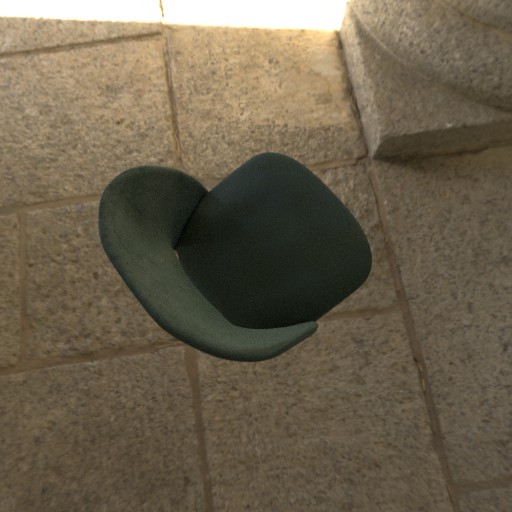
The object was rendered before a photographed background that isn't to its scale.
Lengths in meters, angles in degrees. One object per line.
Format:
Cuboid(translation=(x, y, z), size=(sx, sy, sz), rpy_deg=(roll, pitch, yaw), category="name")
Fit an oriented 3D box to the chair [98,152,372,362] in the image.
Cuboid(translation=(0.000, 0.000, 1.233), size=(0.577, 0.860, 0.527), rpy_deg=(-37, 77, -10), category="chair")
